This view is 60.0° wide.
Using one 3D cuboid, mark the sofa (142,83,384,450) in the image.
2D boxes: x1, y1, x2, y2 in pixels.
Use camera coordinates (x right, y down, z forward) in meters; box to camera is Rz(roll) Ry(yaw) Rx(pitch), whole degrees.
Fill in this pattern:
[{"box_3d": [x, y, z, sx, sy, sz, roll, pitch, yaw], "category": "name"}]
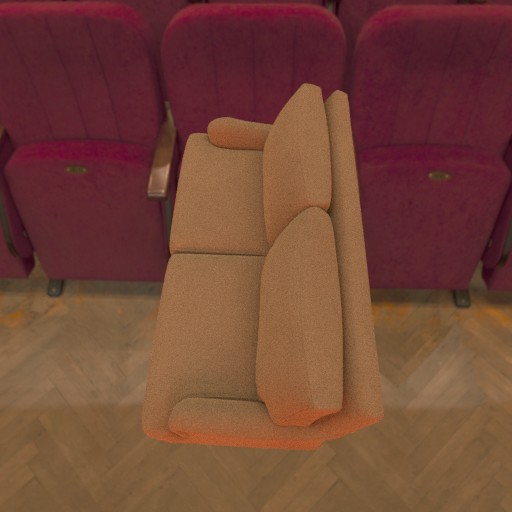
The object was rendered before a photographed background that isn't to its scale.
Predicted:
[{"box_3d": [0.000, 0.000, 2.630, 1.091, 0.997, 2.070, 2, 58, 1], "category": "sofa"}]
